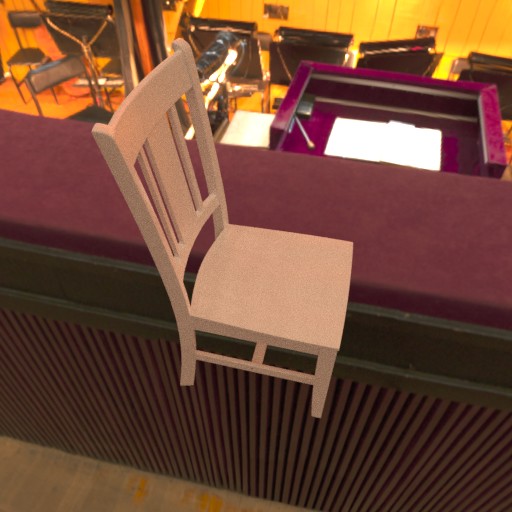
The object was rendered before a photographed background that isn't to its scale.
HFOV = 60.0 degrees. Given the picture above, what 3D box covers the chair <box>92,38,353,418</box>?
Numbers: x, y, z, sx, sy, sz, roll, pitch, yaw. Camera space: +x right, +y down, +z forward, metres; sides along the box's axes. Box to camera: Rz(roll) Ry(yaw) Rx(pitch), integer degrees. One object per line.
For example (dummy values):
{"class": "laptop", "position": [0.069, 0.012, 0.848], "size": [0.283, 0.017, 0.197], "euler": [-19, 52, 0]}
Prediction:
{"class": "chair", "position": [0.000, 0.000, 1.276], "size": [0.555, 0.998, 0.450], "euler": [10, 47, 9]}
